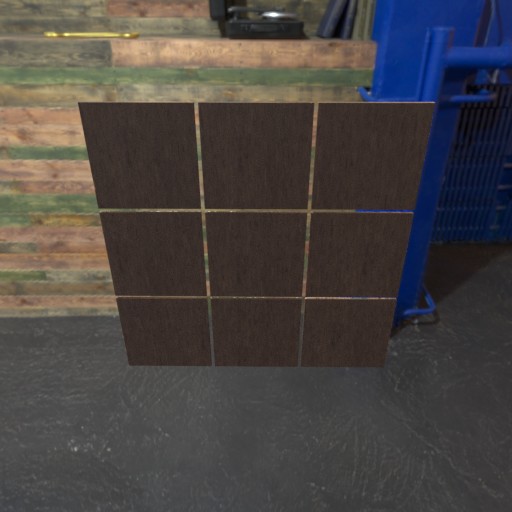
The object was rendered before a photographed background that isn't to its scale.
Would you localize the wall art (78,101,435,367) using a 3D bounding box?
[{"bbox_3d":[0.000,0.000,1.815,1.215,1.213,0.013,0,30,0],"label":"wall art"}]
